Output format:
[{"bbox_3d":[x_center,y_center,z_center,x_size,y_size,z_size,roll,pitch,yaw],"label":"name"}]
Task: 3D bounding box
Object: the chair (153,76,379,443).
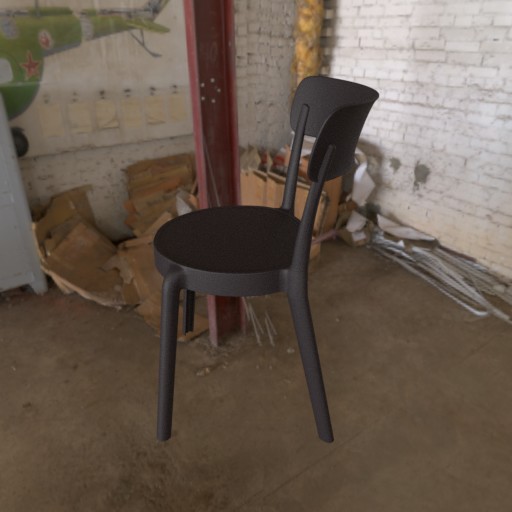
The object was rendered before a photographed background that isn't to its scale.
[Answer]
[{"bbox_3d":[0.000,0.000,1.100,0.491,0.790,0.506,0,27,0],"label":"chair"}]
